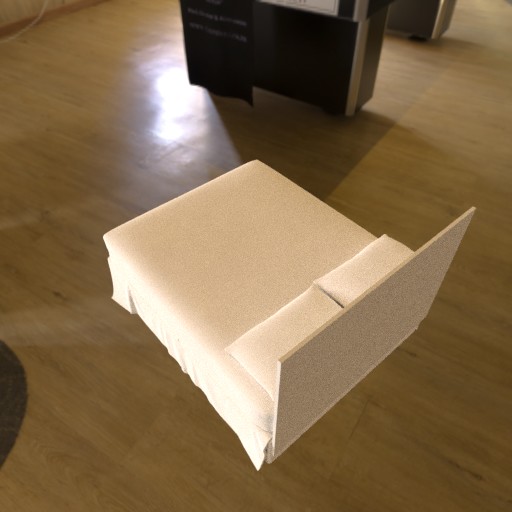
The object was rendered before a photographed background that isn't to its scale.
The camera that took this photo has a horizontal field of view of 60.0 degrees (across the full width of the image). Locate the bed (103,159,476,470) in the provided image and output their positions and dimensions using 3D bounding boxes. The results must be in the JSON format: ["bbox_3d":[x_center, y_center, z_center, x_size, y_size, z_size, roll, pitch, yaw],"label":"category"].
[{"bbox_3d":[0.000,0.000,3.305,1.745,1.335,2.094,-32,54,-27],"label":"bed"}]
